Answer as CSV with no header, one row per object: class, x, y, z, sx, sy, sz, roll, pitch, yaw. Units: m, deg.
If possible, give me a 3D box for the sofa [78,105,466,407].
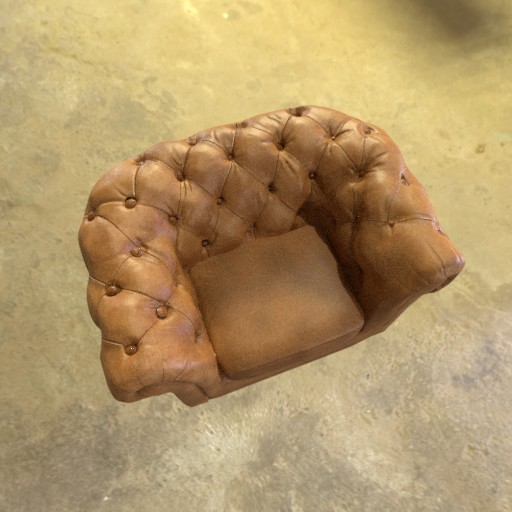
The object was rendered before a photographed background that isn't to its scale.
sofa,0.000,0.000,2.060,1.405,0.878,1.033,-19,66,-9
